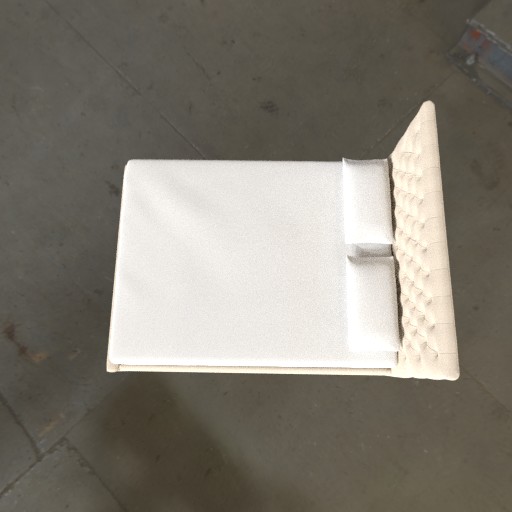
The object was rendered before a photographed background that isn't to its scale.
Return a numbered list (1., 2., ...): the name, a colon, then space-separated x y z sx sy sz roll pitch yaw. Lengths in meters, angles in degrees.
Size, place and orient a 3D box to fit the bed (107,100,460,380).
1. bed: 0.000 0.000 3.244 2.233 1.426 1.696 1 76 0
